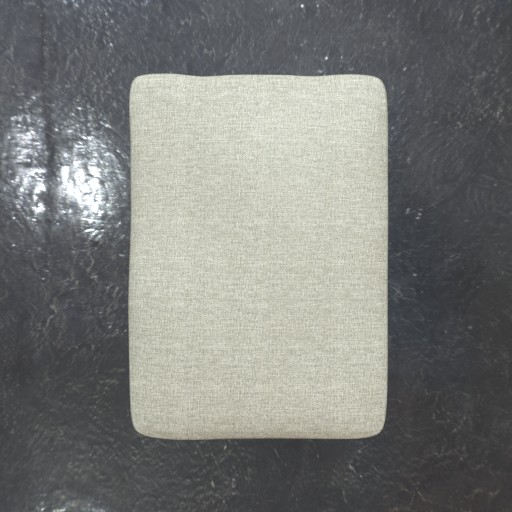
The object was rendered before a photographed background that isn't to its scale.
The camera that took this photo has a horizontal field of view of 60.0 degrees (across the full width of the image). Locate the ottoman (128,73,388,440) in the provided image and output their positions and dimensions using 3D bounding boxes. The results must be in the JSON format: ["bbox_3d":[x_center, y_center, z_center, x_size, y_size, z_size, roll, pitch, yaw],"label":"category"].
[{"bbox_3d":[0.000,0.000,1.238,0.639,0.494,0.873,0,91,0],"label":"ottoman"}]
